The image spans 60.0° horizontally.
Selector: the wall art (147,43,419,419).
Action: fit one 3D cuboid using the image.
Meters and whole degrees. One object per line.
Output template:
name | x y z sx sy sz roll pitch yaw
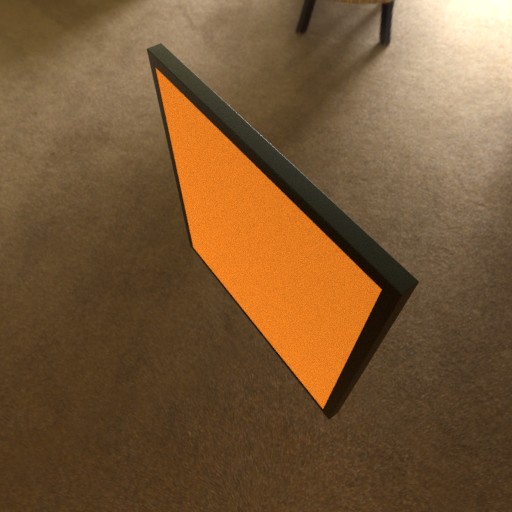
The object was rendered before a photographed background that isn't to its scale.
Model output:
wall art | 0.000 0.000 1.126 0.038 0.761 0.755 -32 62 -19
